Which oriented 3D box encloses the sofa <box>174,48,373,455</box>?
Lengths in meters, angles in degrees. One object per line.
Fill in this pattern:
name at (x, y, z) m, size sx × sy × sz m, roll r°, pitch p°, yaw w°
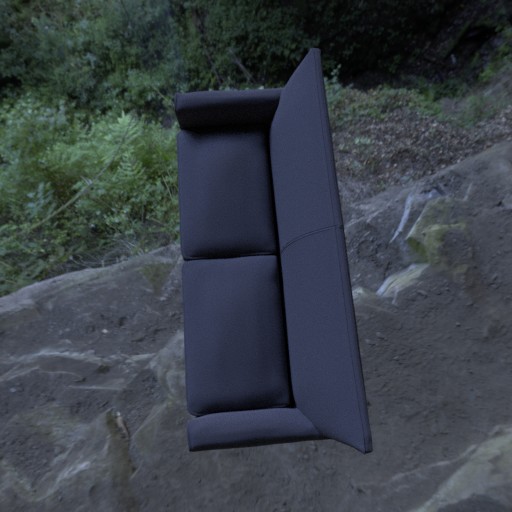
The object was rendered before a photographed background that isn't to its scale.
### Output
sofa at (0.000, 0.000, 2.517) m, size 0.843 × 0.907 × 2.002 m, roll -4°, pitch 76°, yaw -1°
